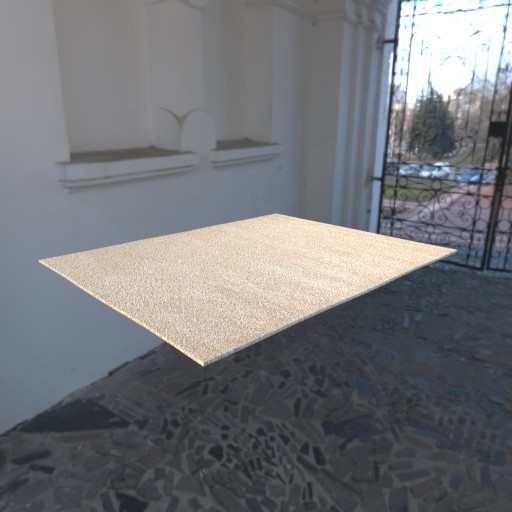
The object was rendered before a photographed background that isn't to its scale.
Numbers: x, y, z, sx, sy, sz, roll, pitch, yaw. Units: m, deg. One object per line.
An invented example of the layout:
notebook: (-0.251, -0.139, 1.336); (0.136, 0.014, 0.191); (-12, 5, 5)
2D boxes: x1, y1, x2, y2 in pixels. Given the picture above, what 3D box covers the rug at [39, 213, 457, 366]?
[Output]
rug: (0.000, 0.000, 4.060); (3.000, 0.026, 2.400); (-15, 23, -41)
